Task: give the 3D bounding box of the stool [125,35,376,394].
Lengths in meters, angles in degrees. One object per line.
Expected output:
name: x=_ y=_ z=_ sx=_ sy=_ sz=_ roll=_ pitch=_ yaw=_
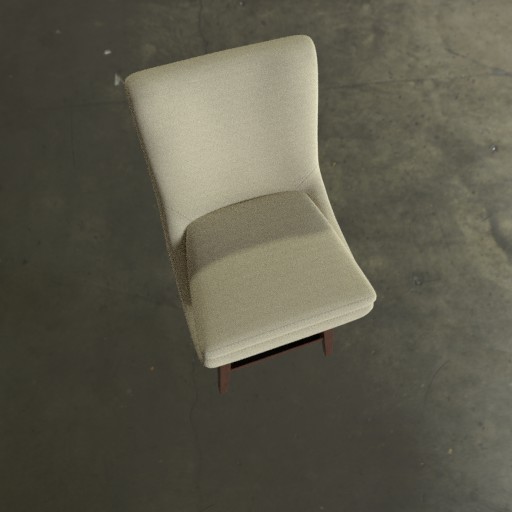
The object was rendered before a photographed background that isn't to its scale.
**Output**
stool: x=0.000 y=0.000 z=1.296 sx=0.483 sy=0.991 sz=0.559 roll=-17 pitch=64 yaw=-9
